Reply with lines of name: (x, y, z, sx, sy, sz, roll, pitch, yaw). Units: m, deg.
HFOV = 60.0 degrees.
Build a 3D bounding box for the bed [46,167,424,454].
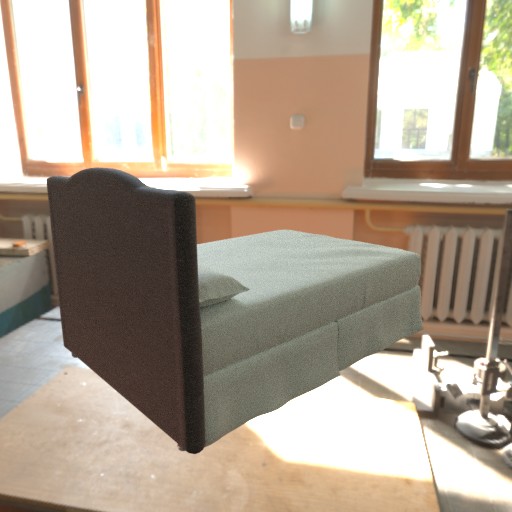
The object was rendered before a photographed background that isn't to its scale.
bed: (0.000, 0.000, 3.498, 2.507, 1.441, 1.741, -12, 18, -41)
